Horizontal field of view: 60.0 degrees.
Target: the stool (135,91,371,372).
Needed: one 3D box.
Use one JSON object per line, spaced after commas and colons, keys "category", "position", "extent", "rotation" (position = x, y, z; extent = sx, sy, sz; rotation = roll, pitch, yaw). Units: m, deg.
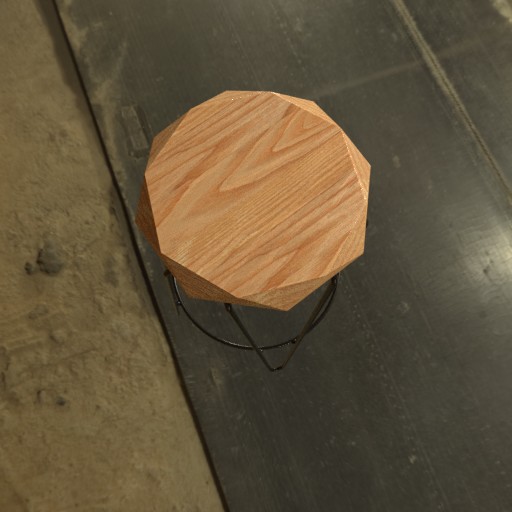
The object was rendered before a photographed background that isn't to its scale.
{"category": "stool", "position": [0.000, 0.000, 0.795], "extent": [0.326, 0.610, 0.326], "rotation": [30, 77, 8]}
